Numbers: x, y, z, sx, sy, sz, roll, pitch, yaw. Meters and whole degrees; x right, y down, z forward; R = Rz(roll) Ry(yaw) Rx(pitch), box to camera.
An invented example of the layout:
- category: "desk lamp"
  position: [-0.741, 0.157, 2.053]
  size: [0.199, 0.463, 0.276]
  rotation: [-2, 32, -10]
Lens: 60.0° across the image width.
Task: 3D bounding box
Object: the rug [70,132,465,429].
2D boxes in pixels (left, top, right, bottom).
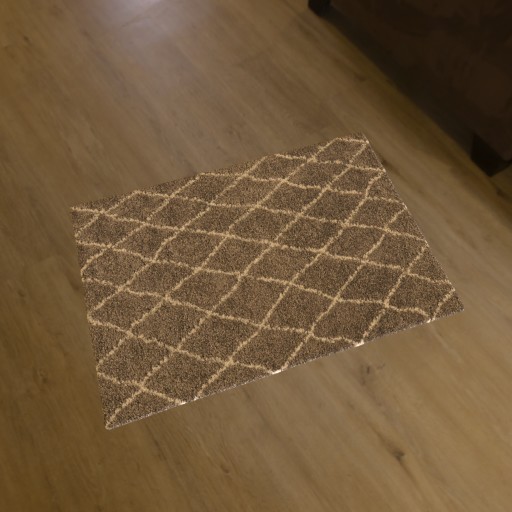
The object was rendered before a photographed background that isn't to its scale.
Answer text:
- category: "rug"
  position: [0.000, 0.000, 2.326]
  size: [1.778, 0.030, 1.219]
  rotation: [-16, 64, -8]
